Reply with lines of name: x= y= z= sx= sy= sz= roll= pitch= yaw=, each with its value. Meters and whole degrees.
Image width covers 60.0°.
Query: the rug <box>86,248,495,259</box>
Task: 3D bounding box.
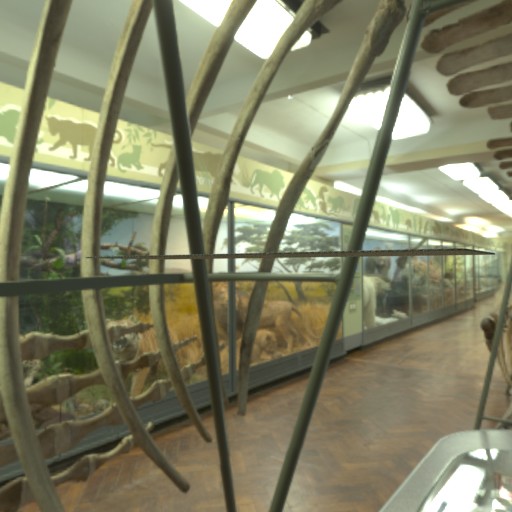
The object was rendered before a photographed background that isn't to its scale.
rug: x=0.000 y=0.000 z=2.476 sx=2.286 sy=0.008 sz=0.686 roll=-1 pitch=-2 yaw=37
